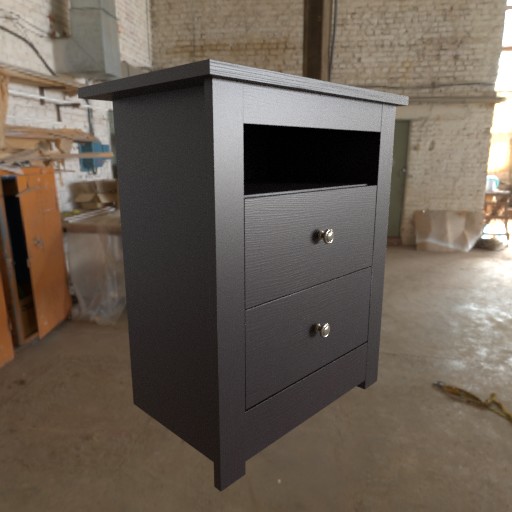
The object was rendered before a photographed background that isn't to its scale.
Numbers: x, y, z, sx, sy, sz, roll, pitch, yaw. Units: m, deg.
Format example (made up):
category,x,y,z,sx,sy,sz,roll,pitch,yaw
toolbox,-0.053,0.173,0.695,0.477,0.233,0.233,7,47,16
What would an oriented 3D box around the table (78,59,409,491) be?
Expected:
category,x,y,z,sx,sy,sz,roll,pitch,yaw
table,0.000,0.000,1.021,0.408,0.711,0.589,13,18,43
